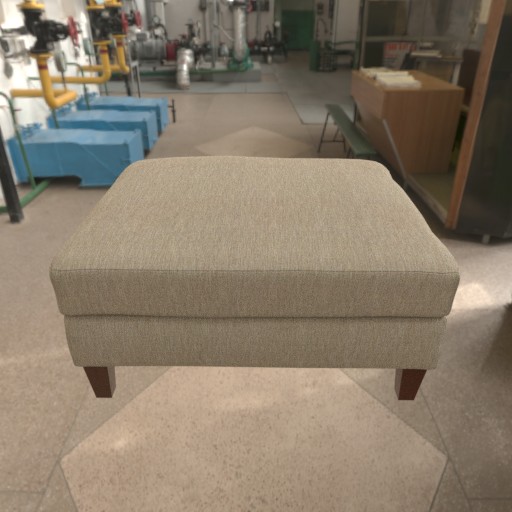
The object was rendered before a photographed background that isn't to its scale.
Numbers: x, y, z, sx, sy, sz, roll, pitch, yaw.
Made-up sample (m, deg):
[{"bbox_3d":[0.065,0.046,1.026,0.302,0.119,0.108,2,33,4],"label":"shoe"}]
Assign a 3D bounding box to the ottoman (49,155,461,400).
[{"bbox_3d":[0.000,0.000,1.460,0.976,0.492,0.836,0,30,1],"label":"ottoman"}]
